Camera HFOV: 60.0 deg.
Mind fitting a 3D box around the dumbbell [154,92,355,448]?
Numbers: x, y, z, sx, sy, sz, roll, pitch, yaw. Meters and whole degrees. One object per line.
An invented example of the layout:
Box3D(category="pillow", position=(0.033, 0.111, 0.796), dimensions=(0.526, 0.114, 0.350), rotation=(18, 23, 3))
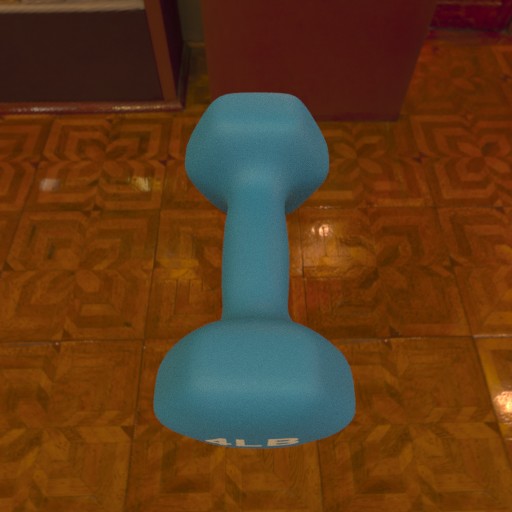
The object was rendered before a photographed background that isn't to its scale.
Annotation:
Box3D(category="dumbbell", position=(0.000, 0.000, 0.192), dimensions=(0.074, 0.066, 0.152), rotation=(1, 57, 1))
